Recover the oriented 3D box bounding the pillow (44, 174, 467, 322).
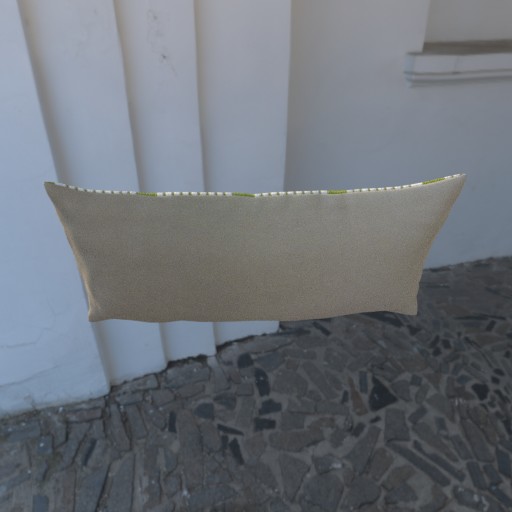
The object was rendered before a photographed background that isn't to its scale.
[{"bbox_3d":[0.000,0.000,0.729,0.608,0.292,0.156,-1,29,-2],"label":"pillow"}]
